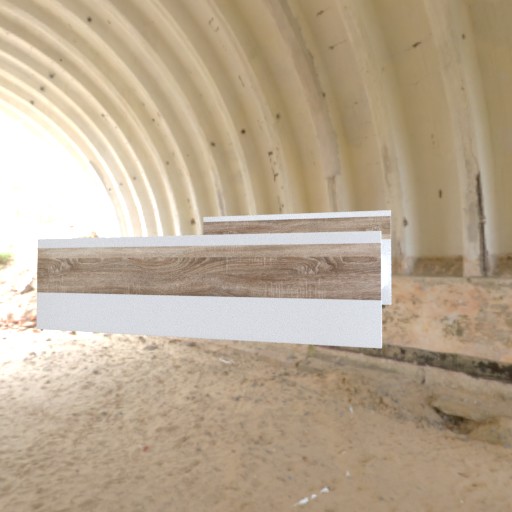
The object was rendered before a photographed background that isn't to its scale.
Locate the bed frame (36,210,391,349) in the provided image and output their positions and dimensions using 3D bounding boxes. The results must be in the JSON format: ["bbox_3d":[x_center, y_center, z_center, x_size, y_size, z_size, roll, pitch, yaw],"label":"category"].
[{"bbox_3d":[0.000,0.000,3.014,1.720,0.800,2.060,0,-1,18],"label":"bed frame"}]
